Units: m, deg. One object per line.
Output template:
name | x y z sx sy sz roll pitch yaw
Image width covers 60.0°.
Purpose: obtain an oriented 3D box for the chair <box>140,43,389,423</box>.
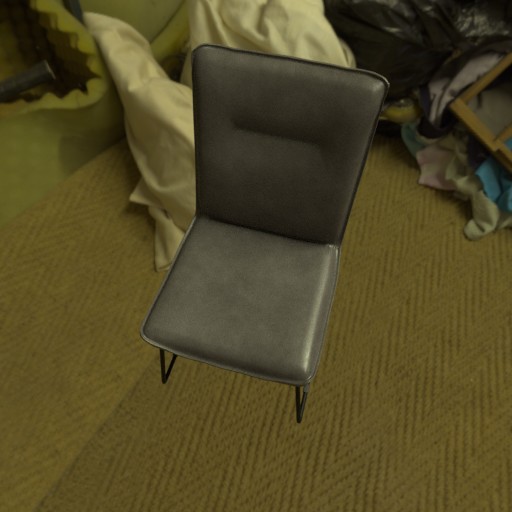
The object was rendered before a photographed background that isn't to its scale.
chair | 0.000 0.000 1.346 0.515 0.932 0.688 14 59 8
